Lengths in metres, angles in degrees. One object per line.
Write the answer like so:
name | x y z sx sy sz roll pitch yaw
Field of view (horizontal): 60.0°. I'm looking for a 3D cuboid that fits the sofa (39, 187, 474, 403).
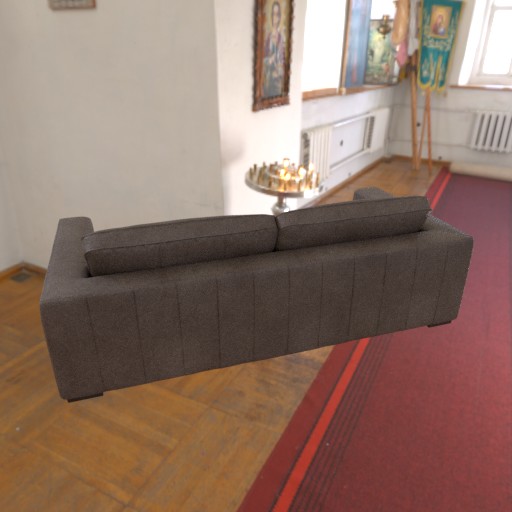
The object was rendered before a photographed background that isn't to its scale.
sofa | 0.000 0.000 2.681 2.262 0.801 1.070 -8 27 -16
